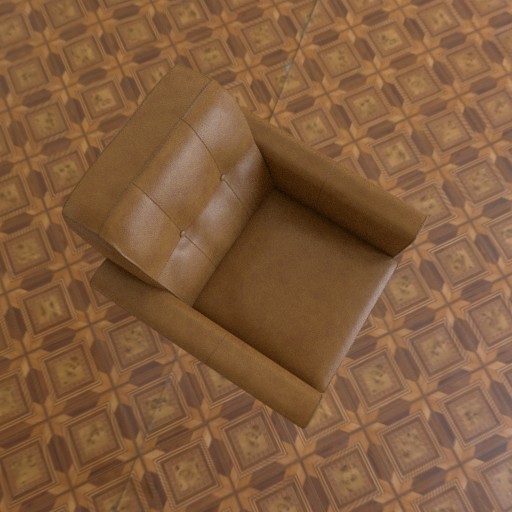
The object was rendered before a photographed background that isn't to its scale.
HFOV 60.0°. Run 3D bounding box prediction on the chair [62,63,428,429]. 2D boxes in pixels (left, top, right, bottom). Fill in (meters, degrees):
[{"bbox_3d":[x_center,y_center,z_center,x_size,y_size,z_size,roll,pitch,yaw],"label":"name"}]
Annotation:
[{"bbox_3d":[0.000,0.000,1.639,0.942,0.968,0.845,32,78,8],"label":"chair"}]
